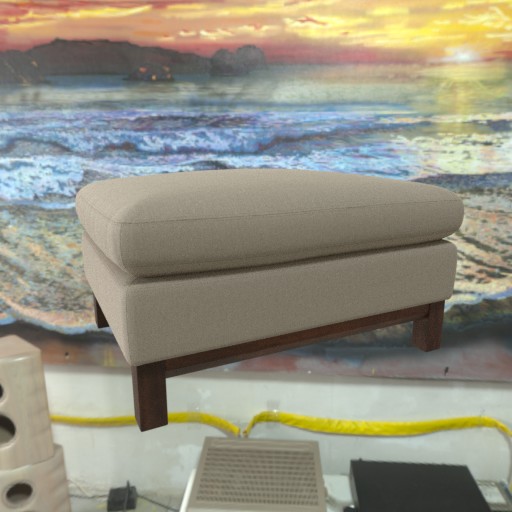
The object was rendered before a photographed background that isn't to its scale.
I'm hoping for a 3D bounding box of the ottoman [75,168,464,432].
[{"bbox_3d":[0.000,0.000,1.092,0.771,0.420,0.606,-7,15,-26],"label":"ottoman"}]
